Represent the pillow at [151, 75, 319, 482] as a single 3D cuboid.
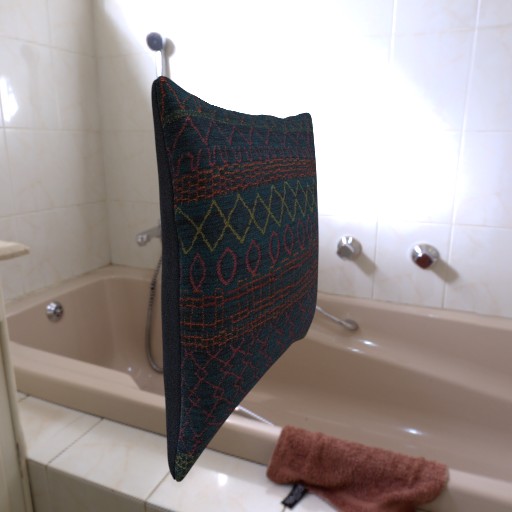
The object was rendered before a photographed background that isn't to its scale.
[{"bbox_3d":[0.000,0.000,0.636,0.141,0.431,0.431,7,15,24],"label":"pillow"}]
